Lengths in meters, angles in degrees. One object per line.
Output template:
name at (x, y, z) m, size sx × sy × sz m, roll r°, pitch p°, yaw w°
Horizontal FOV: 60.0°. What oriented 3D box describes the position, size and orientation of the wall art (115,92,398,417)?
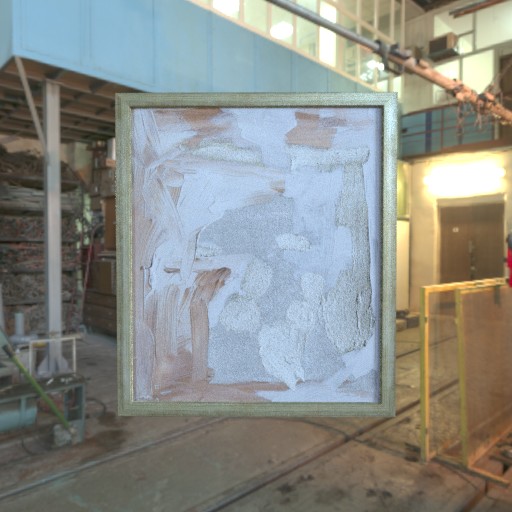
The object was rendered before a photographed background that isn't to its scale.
wall art at (0.000, 0.000, 0.766) m, size 0.483 × 0.559 × 0.009 m, roll 0°, pitch 1°, yaw 1°
